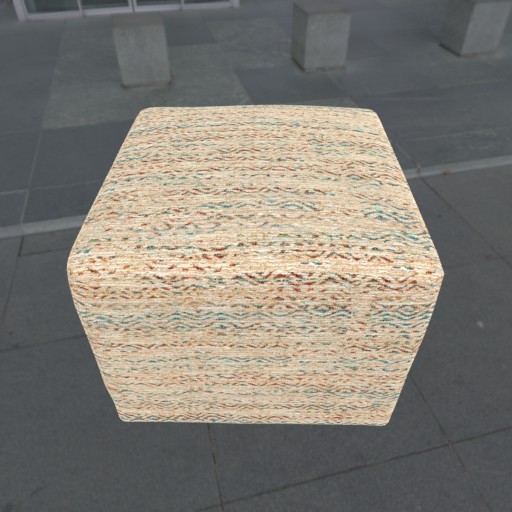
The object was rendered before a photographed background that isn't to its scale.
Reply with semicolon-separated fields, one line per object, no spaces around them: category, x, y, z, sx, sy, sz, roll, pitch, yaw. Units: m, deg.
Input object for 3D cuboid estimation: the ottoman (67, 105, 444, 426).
ottoman;0.000;0.000;0.886;0.512;0.453;0.521;1;42;1
